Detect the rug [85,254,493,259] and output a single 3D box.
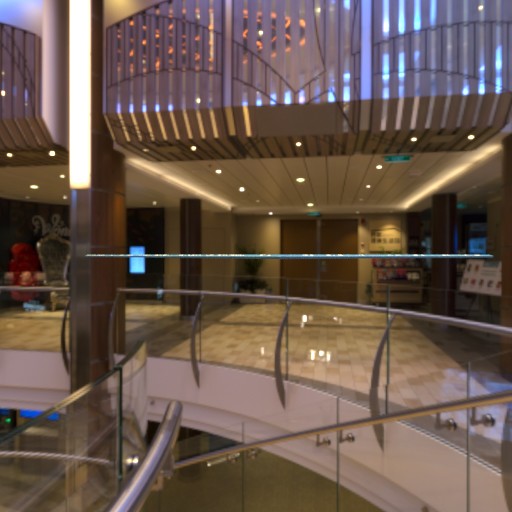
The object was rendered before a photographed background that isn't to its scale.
[{"bbox_3d":[0.000,0.000,2.299,1.211,0.012,1.833,0,0,-37],"label":"rug"}]
